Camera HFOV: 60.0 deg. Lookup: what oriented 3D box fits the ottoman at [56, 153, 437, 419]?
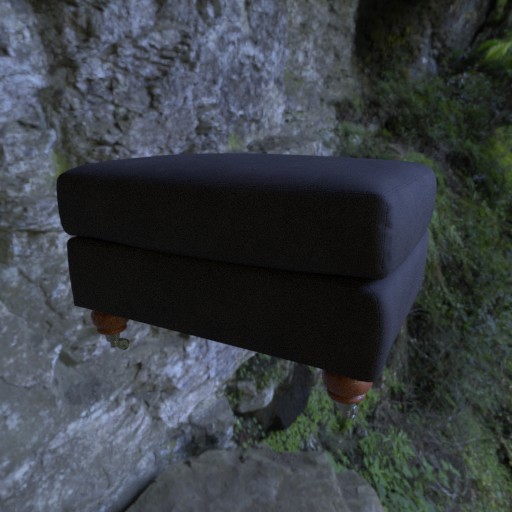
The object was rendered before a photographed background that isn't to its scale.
[{"bbox_3d":[0.000,0.000,1.115,0.773,0.497,0.574,8,18,27],"label":"ottoman"}]
